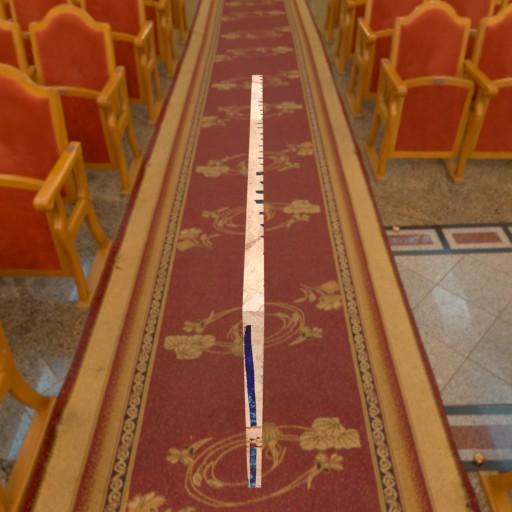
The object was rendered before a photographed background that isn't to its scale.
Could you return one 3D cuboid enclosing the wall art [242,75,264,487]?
[{"bbox_3d":[0.000,0.000,1.162,0.030,0.609,0.919,0,41,0],"label":"wall art"}]
